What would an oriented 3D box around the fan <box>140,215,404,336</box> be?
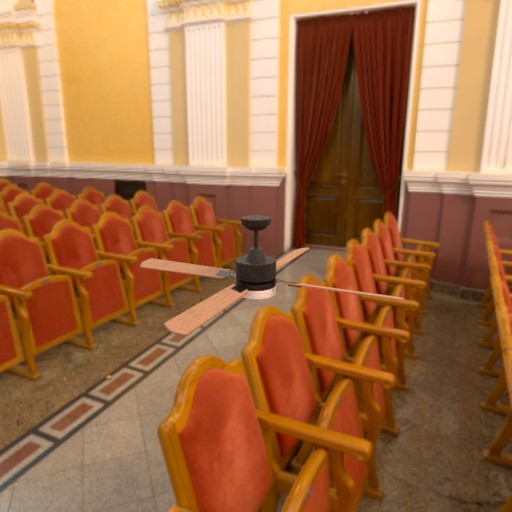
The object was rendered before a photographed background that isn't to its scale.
[{"bbox_3d":[0.000,0.000,2.032,1.320,0.355,1.320,7,16,24],"label":"fan"}]
